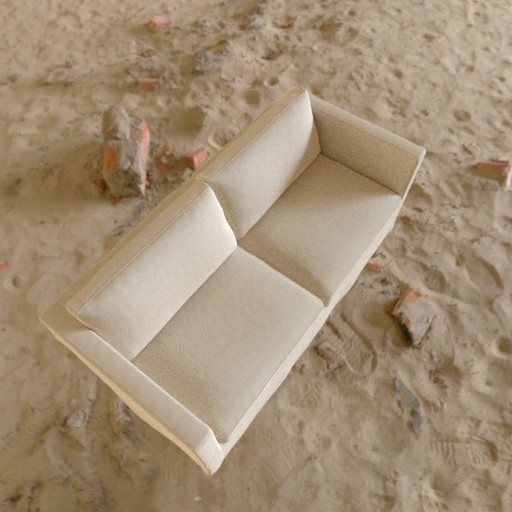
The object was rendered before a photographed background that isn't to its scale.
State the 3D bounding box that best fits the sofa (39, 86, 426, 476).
[{"bbox_3d":[0.000,0.000,2.446,0.940,0.870,1.987,33,64,18],"label":"sofa"}]
